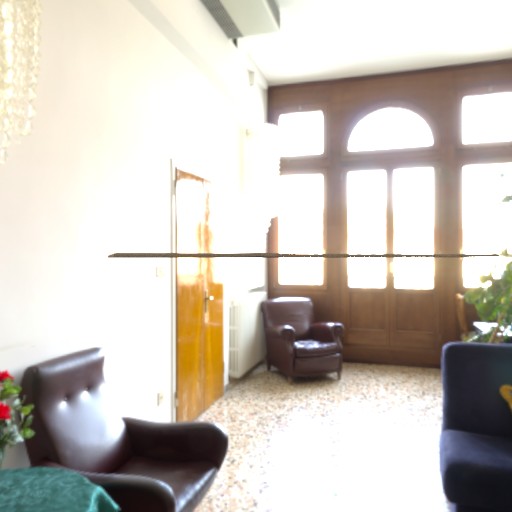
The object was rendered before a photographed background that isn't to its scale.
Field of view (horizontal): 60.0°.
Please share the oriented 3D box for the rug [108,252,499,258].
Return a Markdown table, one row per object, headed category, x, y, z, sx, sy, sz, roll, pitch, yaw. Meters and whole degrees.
| category | x | y | z | sx | sy | sz | roll | pitch | yaw |
| --- | --- | --- | --- | --- | --- | --- | --- | --- | --- |
| rug | 0.000 | 0.000 | 0.871 | 0.548 | 0.006 | 0.639 | 0 | 0 | -19 |
